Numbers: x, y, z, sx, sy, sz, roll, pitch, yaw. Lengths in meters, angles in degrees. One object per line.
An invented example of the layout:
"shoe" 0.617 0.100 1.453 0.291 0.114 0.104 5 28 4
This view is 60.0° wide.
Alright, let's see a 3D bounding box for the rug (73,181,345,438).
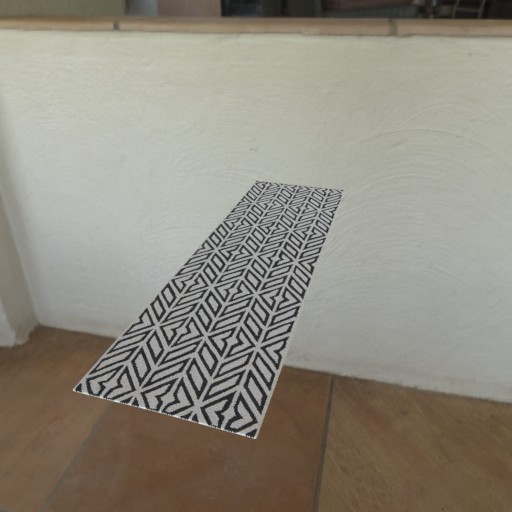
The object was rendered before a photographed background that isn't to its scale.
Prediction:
"rug" 0.000 0.000 2.640 0.750 0.009 2.435 9 31 15
